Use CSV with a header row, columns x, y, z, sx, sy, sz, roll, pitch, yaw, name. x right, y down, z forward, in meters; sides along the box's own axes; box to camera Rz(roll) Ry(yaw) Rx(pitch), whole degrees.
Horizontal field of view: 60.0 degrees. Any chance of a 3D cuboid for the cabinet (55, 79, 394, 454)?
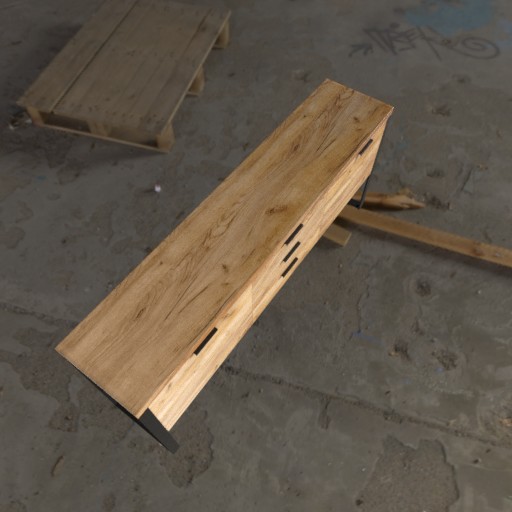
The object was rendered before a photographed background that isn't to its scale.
x,y,z,sx,sy,sz,roll,pitch,yaw,name
0.000,0.000,2.160,0.395,0.762,1.800,31,63,18,cabinet
